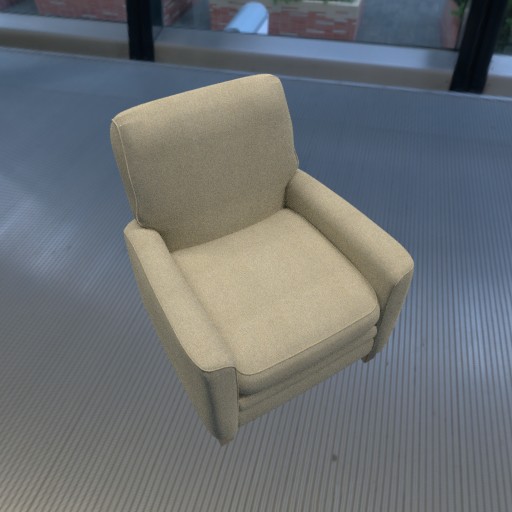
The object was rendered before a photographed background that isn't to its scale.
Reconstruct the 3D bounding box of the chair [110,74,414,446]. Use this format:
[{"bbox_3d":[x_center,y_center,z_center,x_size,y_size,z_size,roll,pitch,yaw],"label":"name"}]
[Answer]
[{"bbox_3d":[0.000,0.000,1.659,0.850,1.006,0.853,-23,51,-20],"label":"chair"}]
